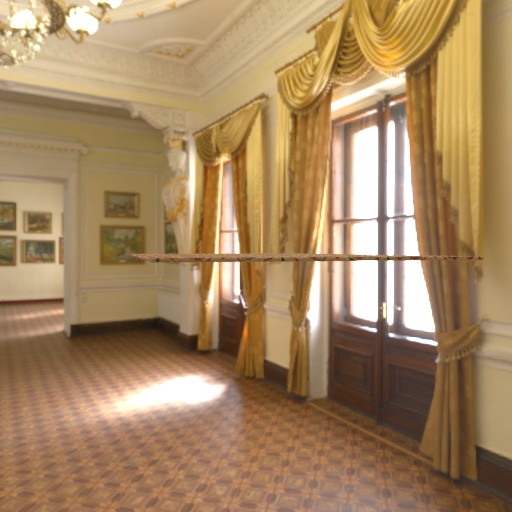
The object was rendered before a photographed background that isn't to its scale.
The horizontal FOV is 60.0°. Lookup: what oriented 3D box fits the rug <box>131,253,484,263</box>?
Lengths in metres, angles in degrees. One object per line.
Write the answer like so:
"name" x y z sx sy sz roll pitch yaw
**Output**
"rug" 0.000 0.000 2.954 1.541 0.018 2.297 0 1 -17
